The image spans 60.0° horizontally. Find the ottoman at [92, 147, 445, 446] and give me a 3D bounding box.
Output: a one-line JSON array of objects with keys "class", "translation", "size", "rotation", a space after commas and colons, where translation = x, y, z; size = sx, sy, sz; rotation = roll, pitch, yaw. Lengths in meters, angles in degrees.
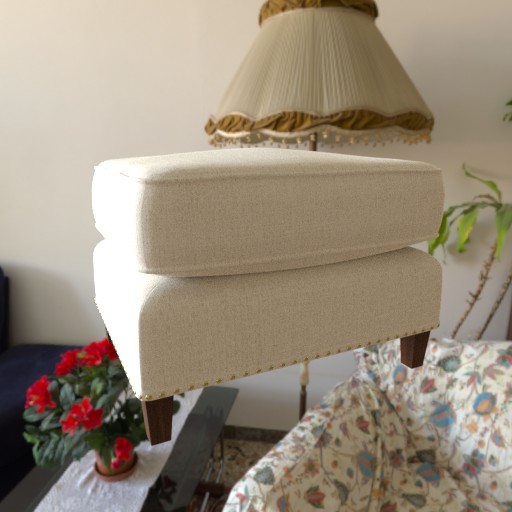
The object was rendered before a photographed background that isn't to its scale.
[{"class": "ottoman", "translation": [0.000, 0.000, 1.128], "size": [0.738, 0.537, 0.589], "rotation": [-7, 16, -26]}]
